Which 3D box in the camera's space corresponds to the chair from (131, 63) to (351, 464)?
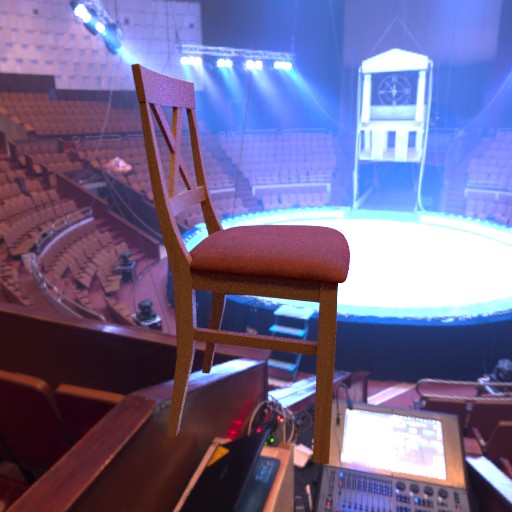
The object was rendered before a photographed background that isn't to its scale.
[{"bbox_3d":[0.000,0.000,1.183,0.492,0.912,0.439,3,16,10],"label":"chair"}]
